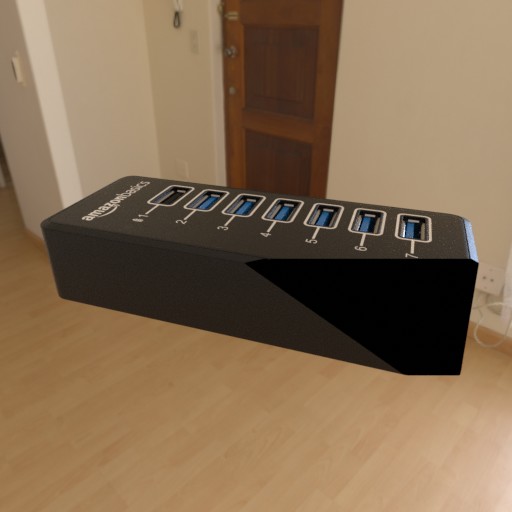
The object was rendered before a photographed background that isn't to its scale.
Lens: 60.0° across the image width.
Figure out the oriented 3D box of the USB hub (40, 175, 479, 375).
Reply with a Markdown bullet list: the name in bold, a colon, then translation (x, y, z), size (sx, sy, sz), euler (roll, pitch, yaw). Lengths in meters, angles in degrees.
- **USB hub**: translation (0.000, 0.000, 0.125), size (0.110, 0.023, 0.044), euler (9, 30, 16)
